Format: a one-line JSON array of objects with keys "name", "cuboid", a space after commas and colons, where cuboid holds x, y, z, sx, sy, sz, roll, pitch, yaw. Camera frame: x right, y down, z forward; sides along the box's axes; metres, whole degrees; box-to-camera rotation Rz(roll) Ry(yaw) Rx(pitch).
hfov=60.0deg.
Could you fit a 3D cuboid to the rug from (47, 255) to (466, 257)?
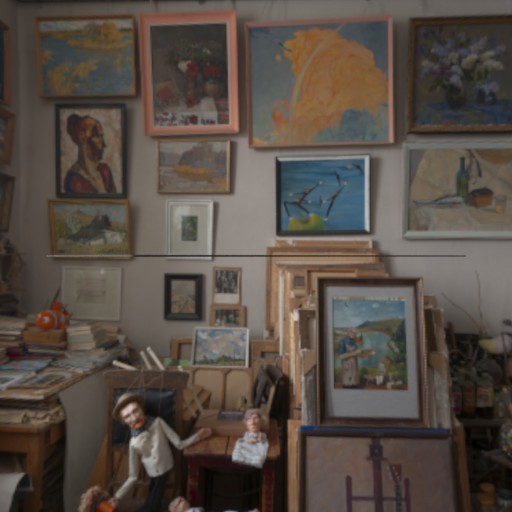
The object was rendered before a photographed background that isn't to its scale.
[{"name": "rug", "cuboid": [0.000, 0.000, 2.898, 2.235, 0.008, 1.600, 0, 0, -35]}]
